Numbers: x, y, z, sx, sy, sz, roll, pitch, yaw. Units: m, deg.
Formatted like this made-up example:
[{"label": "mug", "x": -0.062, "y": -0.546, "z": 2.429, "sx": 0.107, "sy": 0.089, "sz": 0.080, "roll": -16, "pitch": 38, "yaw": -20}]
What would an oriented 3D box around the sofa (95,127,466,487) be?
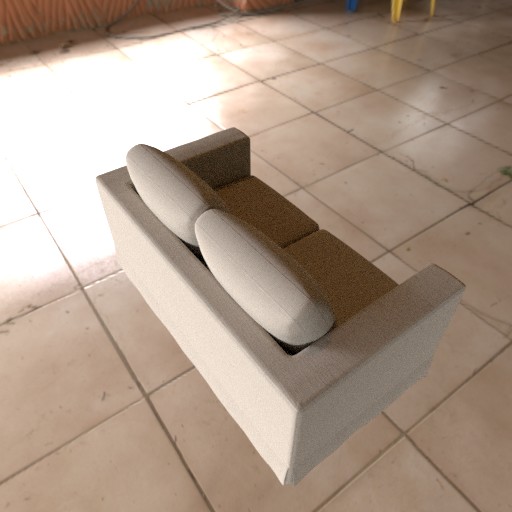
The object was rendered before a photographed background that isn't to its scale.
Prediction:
[{"label": "sofa", "x": 0.000, "y": 0.000, "z": 2.384, "sx": 1.009, "sy": 0.932, "sz": 1.813, "roll": -28, "pitch": 51, "yaw": -26}]
